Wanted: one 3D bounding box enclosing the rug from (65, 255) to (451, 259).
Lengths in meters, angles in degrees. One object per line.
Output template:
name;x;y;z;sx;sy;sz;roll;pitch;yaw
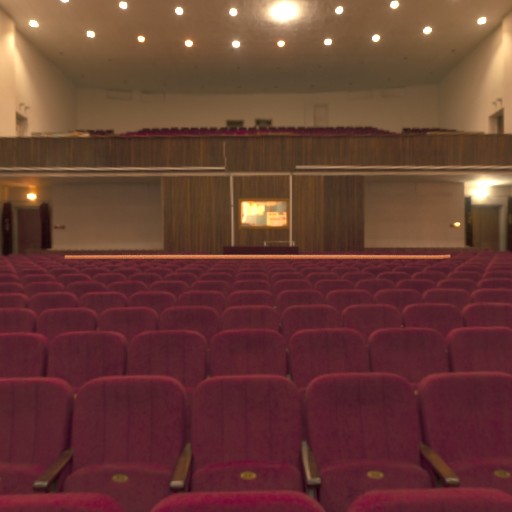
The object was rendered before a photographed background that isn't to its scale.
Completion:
rug;0.000;0.000;2.867;1.532;0.017;2.244;0;0;0
